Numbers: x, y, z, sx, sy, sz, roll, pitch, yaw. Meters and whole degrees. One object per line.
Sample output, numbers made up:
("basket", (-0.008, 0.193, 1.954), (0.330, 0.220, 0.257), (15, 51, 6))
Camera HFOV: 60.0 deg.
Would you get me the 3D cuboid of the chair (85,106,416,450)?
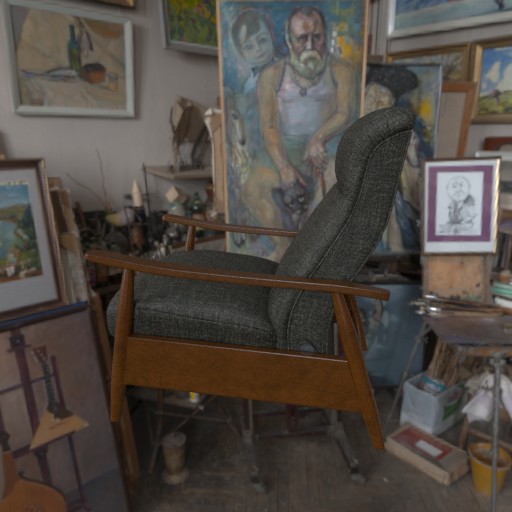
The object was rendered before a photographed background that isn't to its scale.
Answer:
("chair", (0.000, 0.000, 1.736), (1.014, 1.082, 0.762), (2, 15, 9))
